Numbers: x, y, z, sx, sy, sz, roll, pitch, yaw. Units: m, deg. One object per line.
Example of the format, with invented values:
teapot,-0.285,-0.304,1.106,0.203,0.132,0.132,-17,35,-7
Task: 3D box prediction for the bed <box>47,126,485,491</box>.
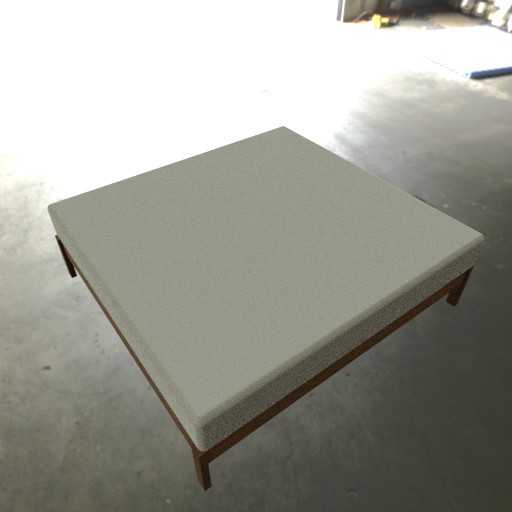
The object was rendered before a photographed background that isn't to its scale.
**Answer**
bed,0.000,0.000,2.988,2.049,0.616,1.930,-26,47,-27
